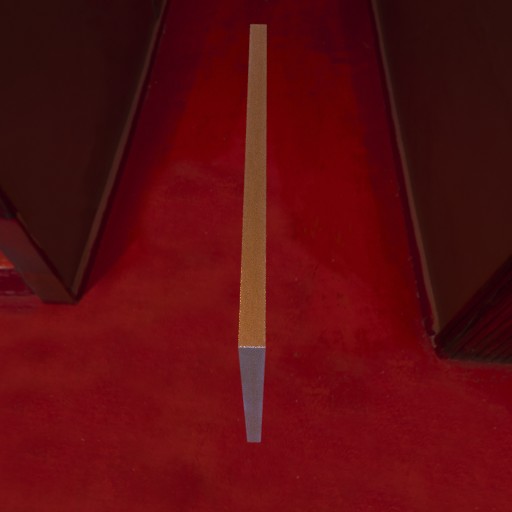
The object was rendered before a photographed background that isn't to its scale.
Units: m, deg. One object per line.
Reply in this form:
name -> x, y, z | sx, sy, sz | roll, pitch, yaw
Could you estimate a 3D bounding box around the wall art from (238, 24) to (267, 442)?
wall art -> 0.000, 0.000, 1.125 | 0.037, 0.760, 0.762 | 1, 58, 0
